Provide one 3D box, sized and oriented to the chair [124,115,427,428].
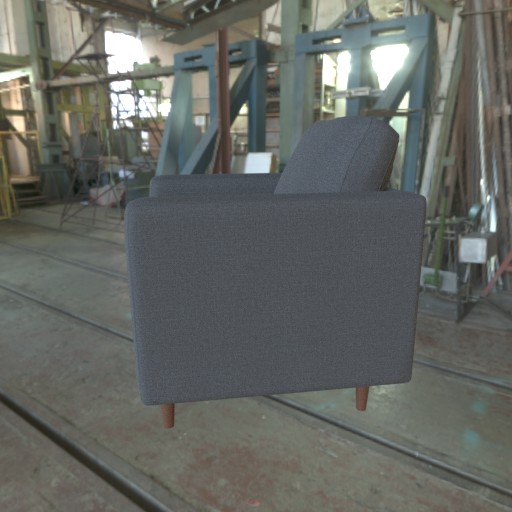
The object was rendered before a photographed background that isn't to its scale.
[{"bbox_3d":[0.000,0.000,1.547,0.800,0.927,0.854,-2,15,-8],"label":"chair"}]
